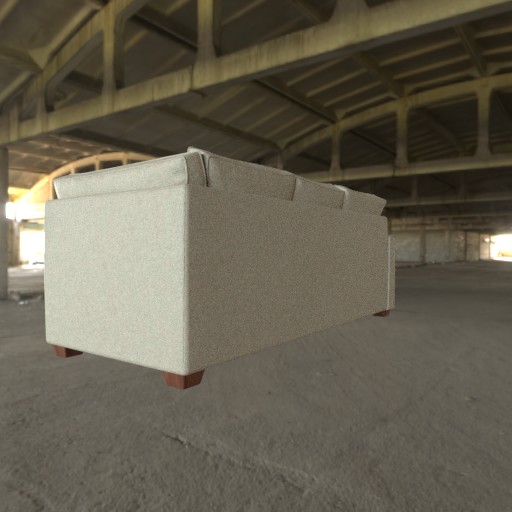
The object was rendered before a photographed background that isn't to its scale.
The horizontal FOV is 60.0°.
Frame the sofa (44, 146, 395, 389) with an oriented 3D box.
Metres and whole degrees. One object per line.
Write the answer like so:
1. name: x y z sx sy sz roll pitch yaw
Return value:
1. sofa: 0.000 0.000 2.849 1.061 0.962 2.317 1 1 36
